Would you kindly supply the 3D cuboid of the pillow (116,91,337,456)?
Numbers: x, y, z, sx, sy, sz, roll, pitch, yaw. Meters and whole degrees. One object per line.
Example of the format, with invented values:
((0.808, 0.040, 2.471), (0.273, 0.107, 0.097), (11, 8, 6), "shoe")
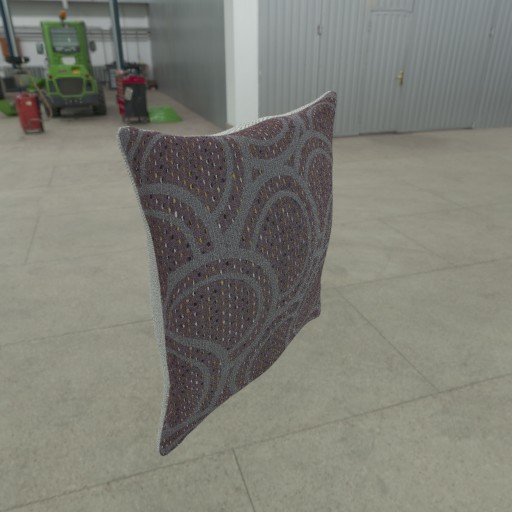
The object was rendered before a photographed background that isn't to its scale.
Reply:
((0.000, 0.000, 0.782), (0.163, 0.513, 0.514), (17, 30, 32), "pillow")
